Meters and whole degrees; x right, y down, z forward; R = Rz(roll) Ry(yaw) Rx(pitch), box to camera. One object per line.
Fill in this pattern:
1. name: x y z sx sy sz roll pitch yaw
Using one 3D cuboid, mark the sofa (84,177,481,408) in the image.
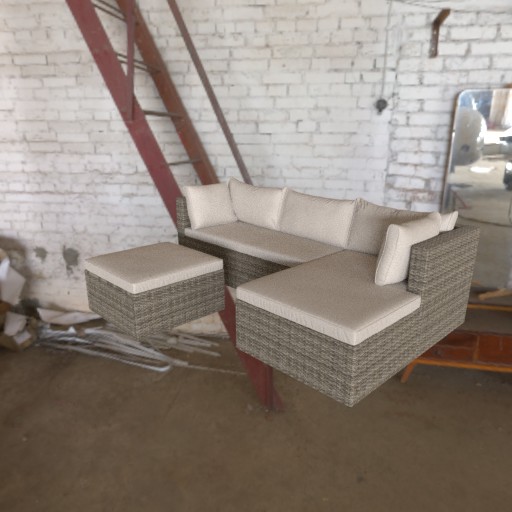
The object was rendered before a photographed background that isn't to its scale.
1. sofa: 0.000 0.000 2.936 1.662 0.766 2.192 -16 23 -42
